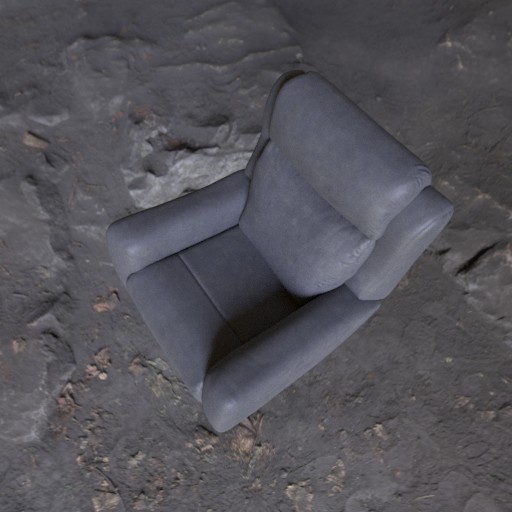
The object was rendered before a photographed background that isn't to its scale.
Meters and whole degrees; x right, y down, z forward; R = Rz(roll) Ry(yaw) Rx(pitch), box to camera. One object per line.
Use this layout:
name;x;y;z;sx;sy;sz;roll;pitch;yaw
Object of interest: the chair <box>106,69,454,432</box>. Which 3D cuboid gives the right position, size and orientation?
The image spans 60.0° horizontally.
chair;0.000;0.000;1.903;1.068;1.116;0.967;-32;66;-16
